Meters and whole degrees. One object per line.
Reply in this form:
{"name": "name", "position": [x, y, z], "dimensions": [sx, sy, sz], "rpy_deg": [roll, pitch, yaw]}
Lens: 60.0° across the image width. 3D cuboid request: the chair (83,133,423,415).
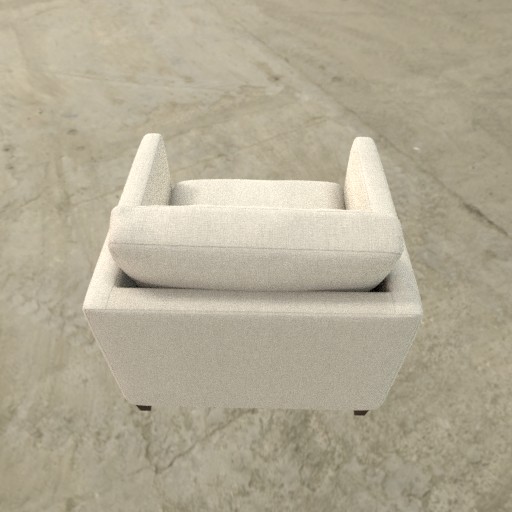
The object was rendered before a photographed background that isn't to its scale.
{"name": "chair", "position": [0.000, 0.000, 1.743], "dimensions": [0.996, 0.919, 0.959], "rpy_deg": [1, 47, 1]}
